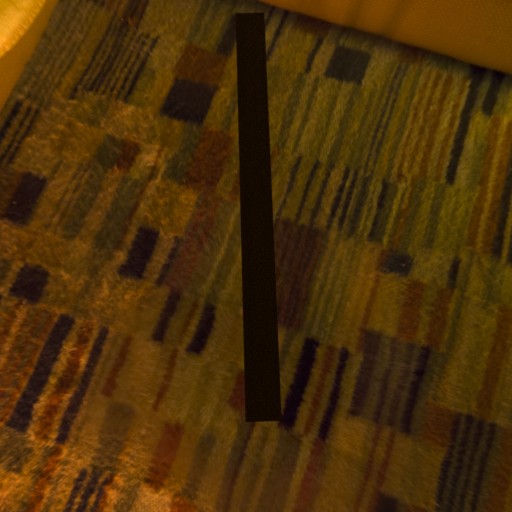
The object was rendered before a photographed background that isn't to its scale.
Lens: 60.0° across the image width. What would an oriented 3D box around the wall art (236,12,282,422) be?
[{"bbox_3d":[0.000,0.000,0.737,0.034,0.552,0.455,-2,76,0],"label":"wall art"}]
